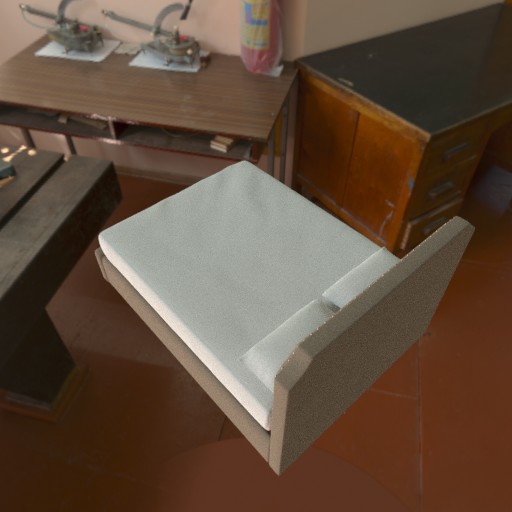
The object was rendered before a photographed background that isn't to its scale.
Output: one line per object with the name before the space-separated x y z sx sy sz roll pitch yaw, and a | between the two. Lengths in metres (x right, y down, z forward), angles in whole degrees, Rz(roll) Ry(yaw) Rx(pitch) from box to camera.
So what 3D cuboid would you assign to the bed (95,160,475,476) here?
bed | 0.000 0.000 3.453 1.703 1.415 2.329 -33 54 -28
